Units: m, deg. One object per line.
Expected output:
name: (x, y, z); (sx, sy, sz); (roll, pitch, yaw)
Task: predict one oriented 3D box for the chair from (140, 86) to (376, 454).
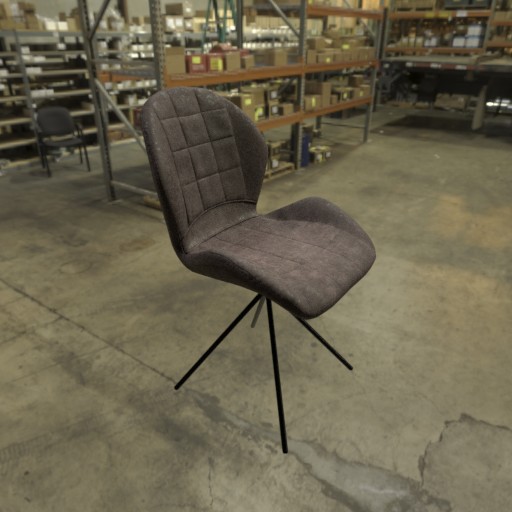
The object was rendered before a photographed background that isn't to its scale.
chair: (0.000, 0.000, 1.352); (0.640, 0.934, 0.527); (18, 32, 32)
